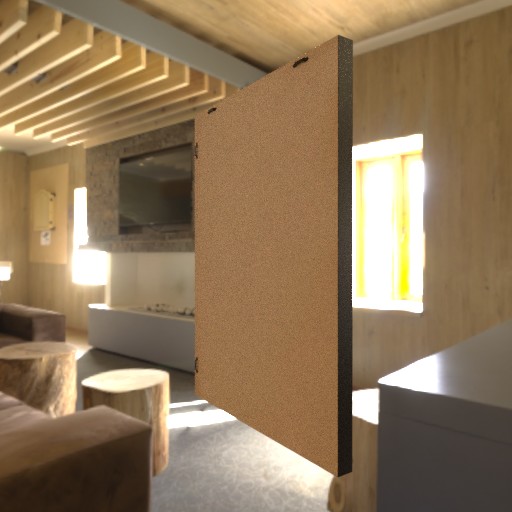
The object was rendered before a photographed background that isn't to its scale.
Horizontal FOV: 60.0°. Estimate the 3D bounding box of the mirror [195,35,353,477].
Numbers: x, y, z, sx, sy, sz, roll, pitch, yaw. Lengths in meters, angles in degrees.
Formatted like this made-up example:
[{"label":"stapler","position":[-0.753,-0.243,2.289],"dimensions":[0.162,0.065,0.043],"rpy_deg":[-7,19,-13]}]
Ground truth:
[{"label":"mirror","position":[0.000,0.000,0.927],"dimensions":[0.039,0.710,0.507],"rpy_deg":[0,0,-35]}]
